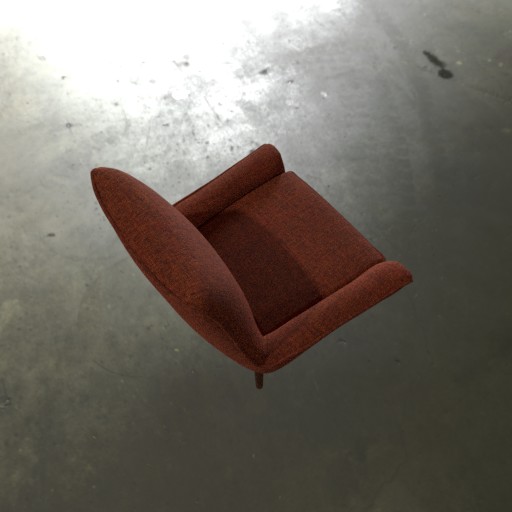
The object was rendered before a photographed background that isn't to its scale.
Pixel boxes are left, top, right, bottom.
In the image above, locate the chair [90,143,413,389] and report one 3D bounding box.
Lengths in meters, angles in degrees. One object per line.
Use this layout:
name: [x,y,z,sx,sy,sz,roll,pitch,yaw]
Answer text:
chair: [0.000,0.000,1.545,0.784,0.911,0.803,-33,64,-19]
